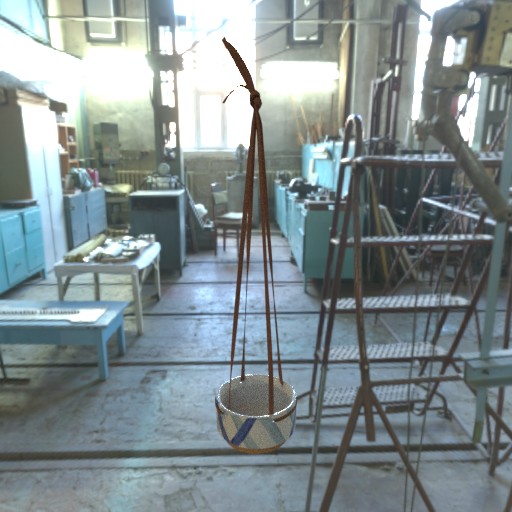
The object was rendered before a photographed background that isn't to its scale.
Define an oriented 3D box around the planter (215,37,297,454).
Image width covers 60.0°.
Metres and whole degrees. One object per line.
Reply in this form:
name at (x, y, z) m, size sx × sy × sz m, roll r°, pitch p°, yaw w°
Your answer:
planter at (0.000, 0.000, 0.827) m, size 0.166 × 0.751 × 0.166 m, roll 13°, pitch 19°, yaw 42°
